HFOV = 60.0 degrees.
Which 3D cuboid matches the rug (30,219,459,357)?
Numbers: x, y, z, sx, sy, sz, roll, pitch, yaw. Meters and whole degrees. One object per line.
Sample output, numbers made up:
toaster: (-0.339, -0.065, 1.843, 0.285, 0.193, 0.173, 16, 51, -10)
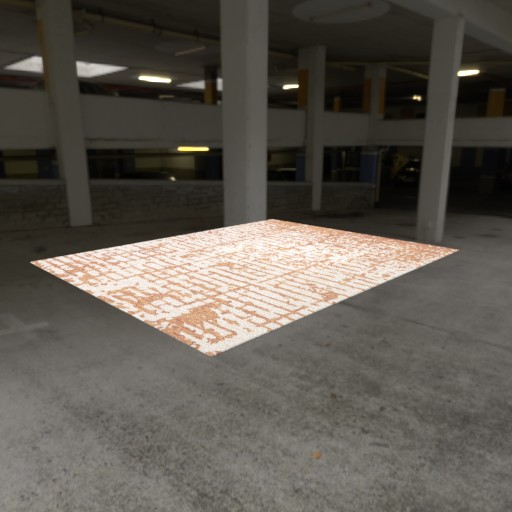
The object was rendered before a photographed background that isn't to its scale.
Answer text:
rug: (0.000, 0.000, 4.012, 2.441, 0.011, 3.050, 14, 20, 43)
